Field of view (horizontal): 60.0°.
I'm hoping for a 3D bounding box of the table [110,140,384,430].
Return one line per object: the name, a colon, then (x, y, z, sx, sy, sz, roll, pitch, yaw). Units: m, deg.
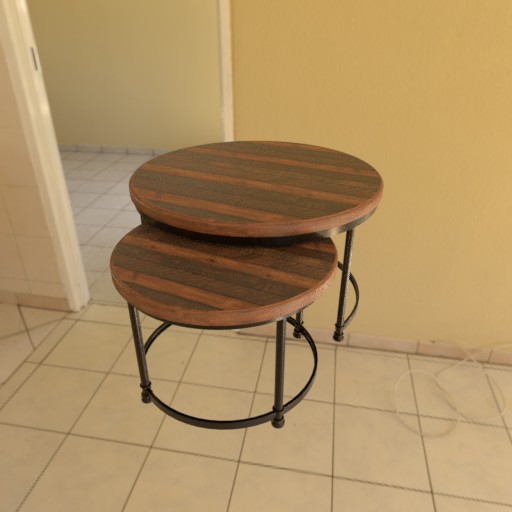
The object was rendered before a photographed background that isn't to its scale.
table: (0.000, 0.000, 1.556, 0.870, 0.516, 1.152, 0, 29, 0)
